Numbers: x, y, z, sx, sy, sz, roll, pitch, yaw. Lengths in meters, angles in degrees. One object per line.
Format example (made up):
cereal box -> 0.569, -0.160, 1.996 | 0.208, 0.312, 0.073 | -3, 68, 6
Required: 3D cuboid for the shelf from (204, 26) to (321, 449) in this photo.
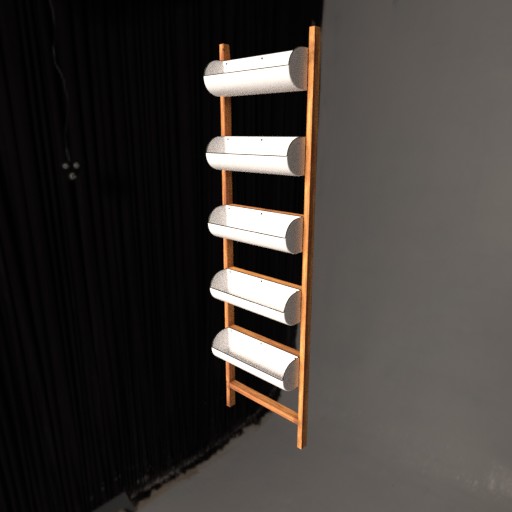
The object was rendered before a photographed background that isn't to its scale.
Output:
shelf -> 0.000, 0.000, 1.756 | 0.454, 1.600, 0.141 | 14, 21, 41
